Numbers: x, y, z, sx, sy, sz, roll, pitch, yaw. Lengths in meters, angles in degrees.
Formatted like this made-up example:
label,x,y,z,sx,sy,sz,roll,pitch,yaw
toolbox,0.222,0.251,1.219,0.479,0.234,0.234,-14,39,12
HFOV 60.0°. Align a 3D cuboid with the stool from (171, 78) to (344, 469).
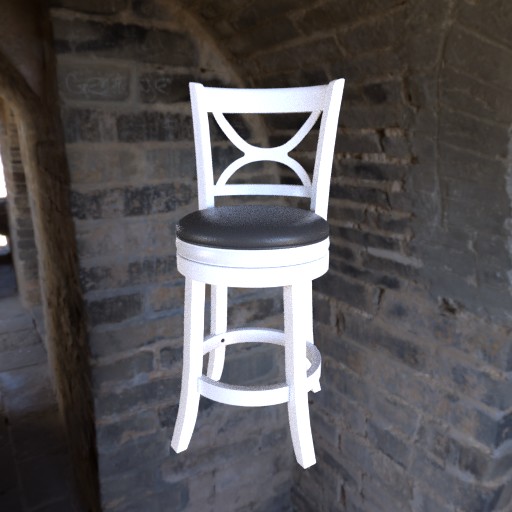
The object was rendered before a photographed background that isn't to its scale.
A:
label,x,y,z,sx,sy,sz,roll,pitch,yaw
stool,0.000,0.000,1.234,0.444,0.953,0.508,2,14,9
